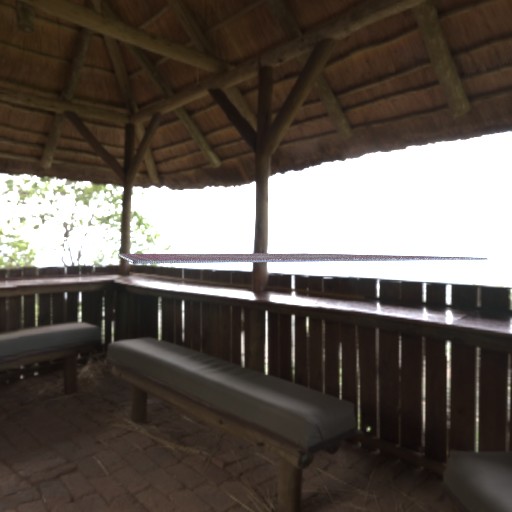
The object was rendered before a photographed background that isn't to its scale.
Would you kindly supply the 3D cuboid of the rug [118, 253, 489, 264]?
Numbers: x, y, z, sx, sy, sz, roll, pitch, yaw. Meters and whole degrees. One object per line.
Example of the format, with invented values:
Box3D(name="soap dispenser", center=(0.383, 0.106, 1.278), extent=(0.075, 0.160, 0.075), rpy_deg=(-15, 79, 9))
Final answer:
Box3D(name="rug", center=(0.000, 0.000, 4.222), extent=(2.447, 0.017, 3.123), rpy_deg=(0, 1, -19))
